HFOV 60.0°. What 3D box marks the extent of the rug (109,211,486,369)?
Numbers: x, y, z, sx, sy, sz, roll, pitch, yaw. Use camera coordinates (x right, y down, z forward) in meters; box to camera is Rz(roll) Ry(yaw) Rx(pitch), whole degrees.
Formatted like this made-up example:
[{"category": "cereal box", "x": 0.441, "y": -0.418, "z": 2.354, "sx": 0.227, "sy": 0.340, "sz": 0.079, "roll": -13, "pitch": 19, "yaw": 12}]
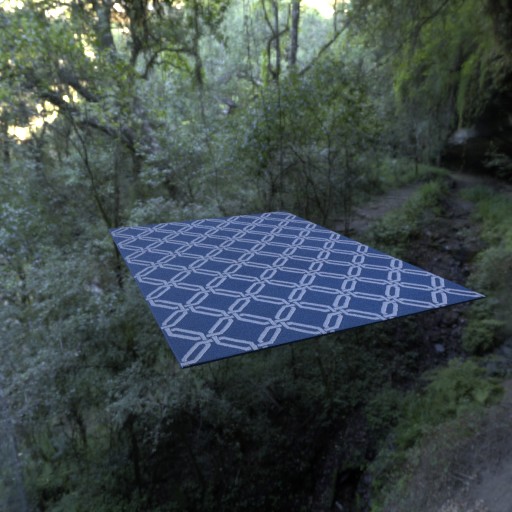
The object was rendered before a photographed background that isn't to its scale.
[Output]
[{"category": "rug", "x": 0.000, "y": 0.000, "z": 4.419, "sx": 2.432, "sy": 0.018, "sz": 3.342, "roll": -8, "pitch": 20, "yaw": -23}]
